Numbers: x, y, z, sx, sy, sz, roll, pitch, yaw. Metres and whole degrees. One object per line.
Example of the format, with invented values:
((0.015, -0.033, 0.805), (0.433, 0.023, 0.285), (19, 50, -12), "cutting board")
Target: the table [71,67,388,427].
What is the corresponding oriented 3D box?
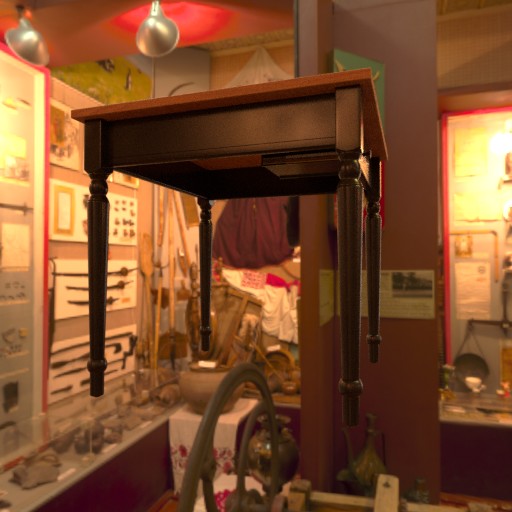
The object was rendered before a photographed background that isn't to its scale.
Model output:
((0.000, 0.000, 1.358), (0.747, 0.738, 0.747), (0, -1, 19), "table")
